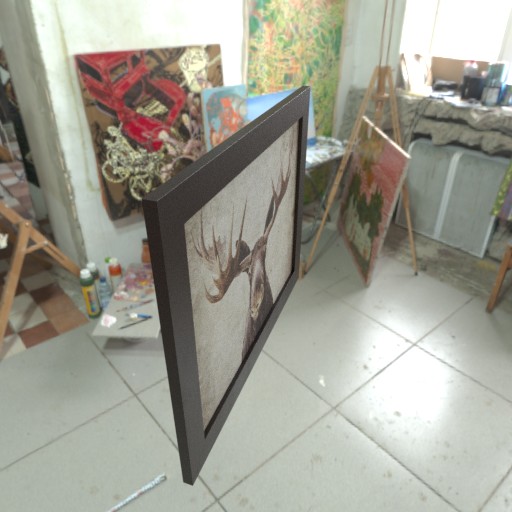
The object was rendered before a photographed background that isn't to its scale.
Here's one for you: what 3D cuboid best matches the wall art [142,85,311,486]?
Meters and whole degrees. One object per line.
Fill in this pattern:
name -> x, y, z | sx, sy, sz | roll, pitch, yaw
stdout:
wall art -> 0.000, 0.000, 1.596 | 0.034, 0.952, 1.207 | 11, 33, 17
